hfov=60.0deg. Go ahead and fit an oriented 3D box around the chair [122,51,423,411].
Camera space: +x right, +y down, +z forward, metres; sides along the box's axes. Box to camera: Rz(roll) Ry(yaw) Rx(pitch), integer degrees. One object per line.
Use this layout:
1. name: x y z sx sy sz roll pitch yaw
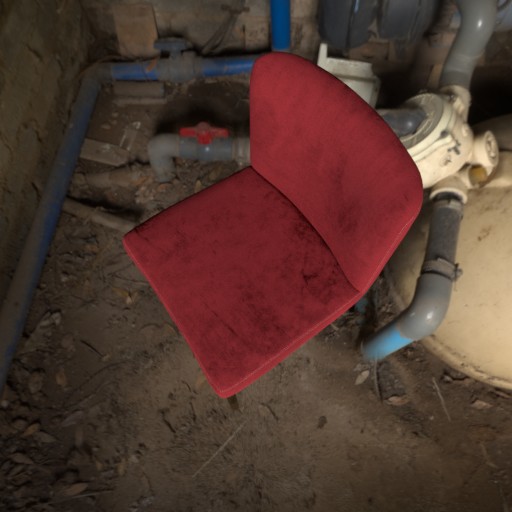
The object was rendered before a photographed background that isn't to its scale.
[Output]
1. chair: 0.000 0.000 1.191 0.560 0.824 0.530 -32 68 -14
